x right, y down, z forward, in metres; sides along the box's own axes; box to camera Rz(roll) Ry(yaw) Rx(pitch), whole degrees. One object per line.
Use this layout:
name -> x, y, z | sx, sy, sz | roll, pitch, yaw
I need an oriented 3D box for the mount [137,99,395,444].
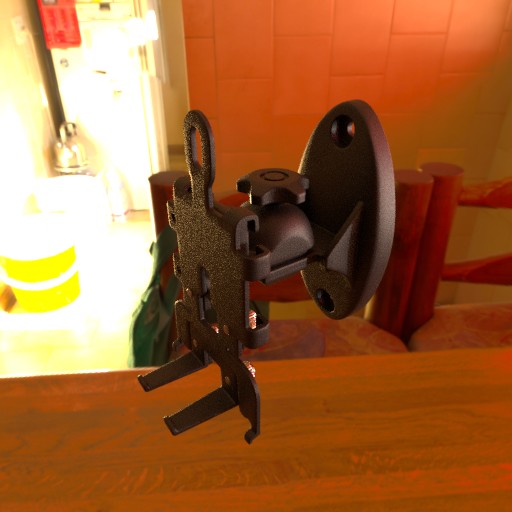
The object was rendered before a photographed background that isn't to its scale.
mount -> 0.000, 0.000, 0.176 | 0.100, 0.118, 0.066 | -20, 36, -30
